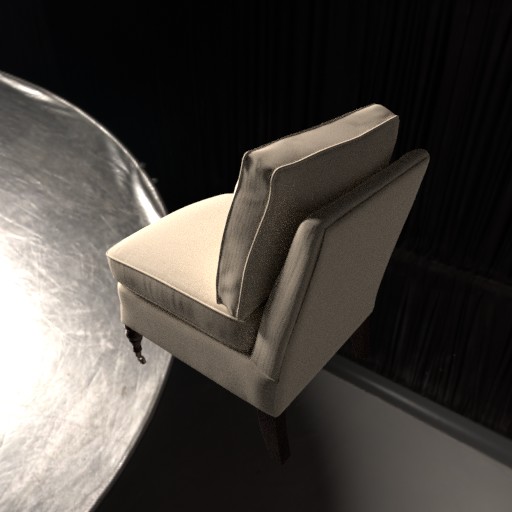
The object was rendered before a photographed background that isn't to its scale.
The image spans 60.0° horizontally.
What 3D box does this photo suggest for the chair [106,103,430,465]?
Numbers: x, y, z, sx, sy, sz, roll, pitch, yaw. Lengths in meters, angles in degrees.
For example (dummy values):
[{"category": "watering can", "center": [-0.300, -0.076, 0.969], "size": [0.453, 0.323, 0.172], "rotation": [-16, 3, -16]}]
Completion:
[{"category": "chair", "center": [0.000, 0.000, 1.393], "size": [0.781, 0.887, 0.630], "rotation": [21, 37, 32]}]
